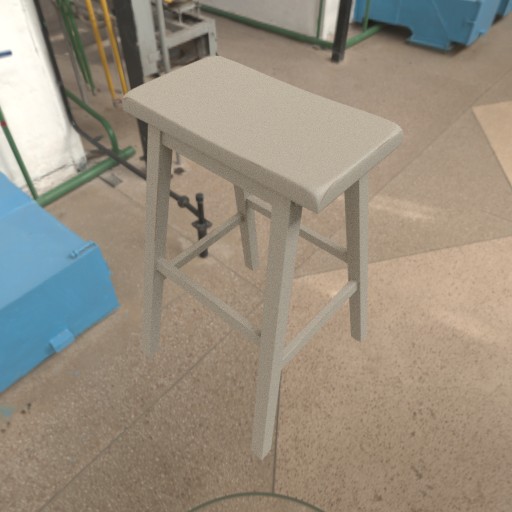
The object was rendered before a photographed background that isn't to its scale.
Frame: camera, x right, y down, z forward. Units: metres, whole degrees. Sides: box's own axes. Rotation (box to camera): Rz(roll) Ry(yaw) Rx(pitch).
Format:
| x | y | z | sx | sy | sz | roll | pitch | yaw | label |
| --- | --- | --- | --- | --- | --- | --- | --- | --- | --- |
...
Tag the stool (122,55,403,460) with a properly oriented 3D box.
| x | y | z | sx | sy | sz | roll | pitch | yaw | label |
| --- | --- | --- | --- | --- | --- | --- | --- | --- | --- |
| 0.000 | 0.000 | 1.030 | 0.457 | 0.737 | 0.476 | 33 | 54 | 27 | stool |
